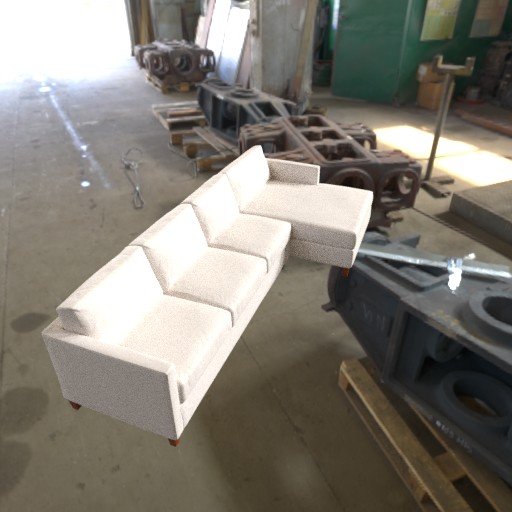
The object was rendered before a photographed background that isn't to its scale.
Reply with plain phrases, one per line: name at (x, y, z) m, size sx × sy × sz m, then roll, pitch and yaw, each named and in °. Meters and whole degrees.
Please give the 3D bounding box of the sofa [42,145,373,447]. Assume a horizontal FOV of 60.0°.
sofa at (0.000, 0.000, 4.031) m, size 1.606 × 0.954 × 3.471 m, roll 12°, pitch 34°, yaw 18°
